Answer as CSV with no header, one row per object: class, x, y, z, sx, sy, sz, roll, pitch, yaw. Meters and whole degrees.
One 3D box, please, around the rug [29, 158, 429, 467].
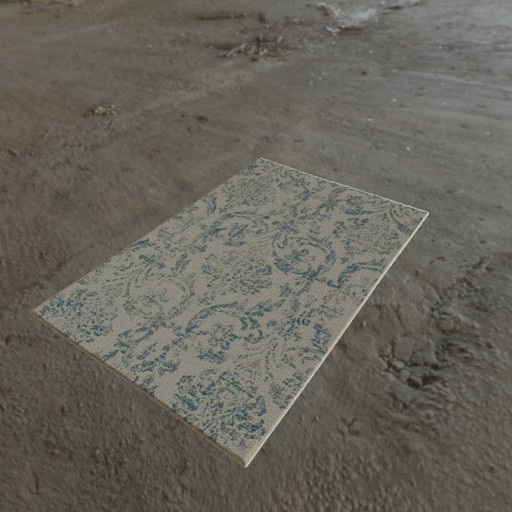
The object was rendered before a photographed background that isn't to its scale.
rug,0.000,0.000,2.305,1.213,0.012,1.831,24,45,26
